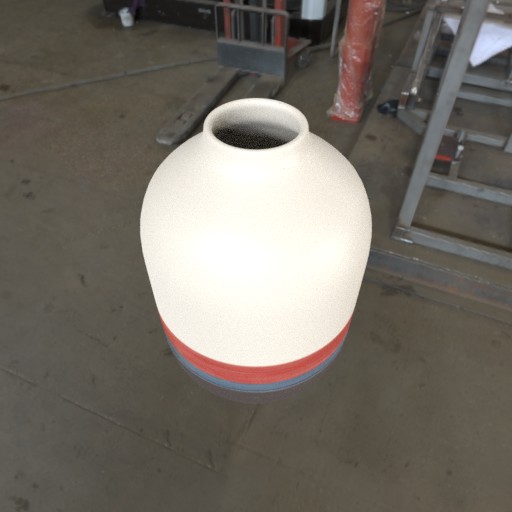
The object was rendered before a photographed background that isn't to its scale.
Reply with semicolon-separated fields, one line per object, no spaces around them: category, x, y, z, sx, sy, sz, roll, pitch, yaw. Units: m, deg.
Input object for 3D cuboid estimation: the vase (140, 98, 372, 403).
vase;0.000;0.000;0.355;0.169;0.237;0.169;0;47;0
